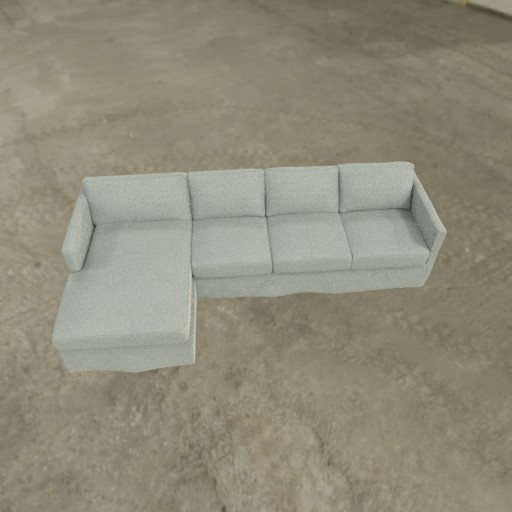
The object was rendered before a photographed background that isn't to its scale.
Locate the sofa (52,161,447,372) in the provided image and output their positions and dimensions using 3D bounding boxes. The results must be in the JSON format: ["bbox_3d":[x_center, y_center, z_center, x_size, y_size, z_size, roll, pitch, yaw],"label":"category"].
[{"bbox_3d":[0.000,0.000,3.878,3.205,0.922,1.650,-3,46,-3],"label":"sofa"}]
